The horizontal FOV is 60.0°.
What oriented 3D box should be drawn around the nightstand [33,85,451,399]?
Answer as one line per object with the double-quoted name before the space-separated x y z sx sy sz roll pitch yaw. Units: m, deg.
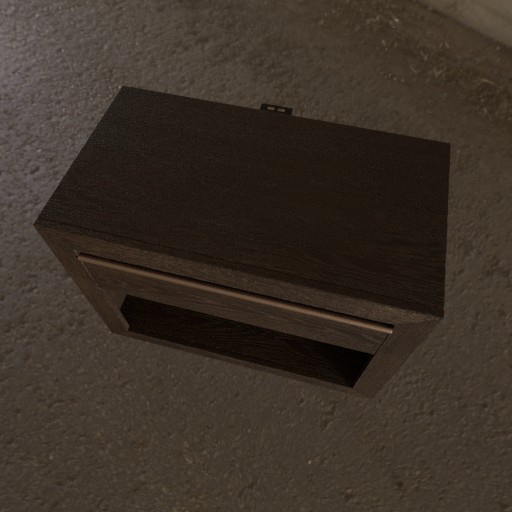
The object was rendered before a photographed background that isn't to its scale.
"nightstand" 0.000 0.000 1.175 0.775 0.612 0.457 13 59 8
